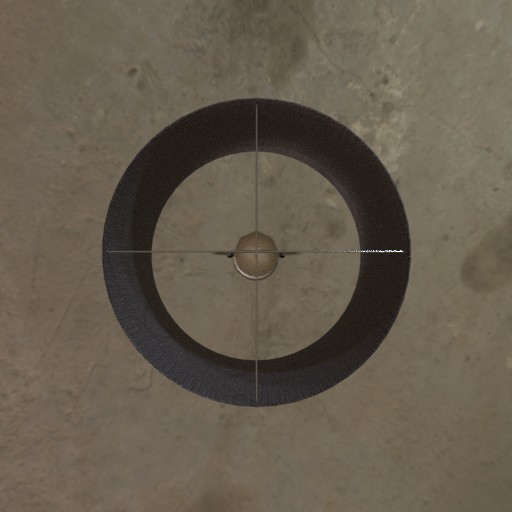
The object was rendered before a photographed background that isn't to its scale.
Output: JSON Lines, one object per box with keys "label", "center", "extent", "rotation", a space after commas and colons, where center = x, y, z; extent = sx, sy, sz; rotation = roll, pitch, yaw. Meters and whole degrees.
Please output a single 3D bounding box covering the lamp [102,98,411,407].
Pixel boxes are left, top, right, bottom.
{"label": "lamp", "center": [0.000, 0.000, 0.676], "extent": [0.303, 0.488, 0.303], "rotation": [0, 89, 0]}
